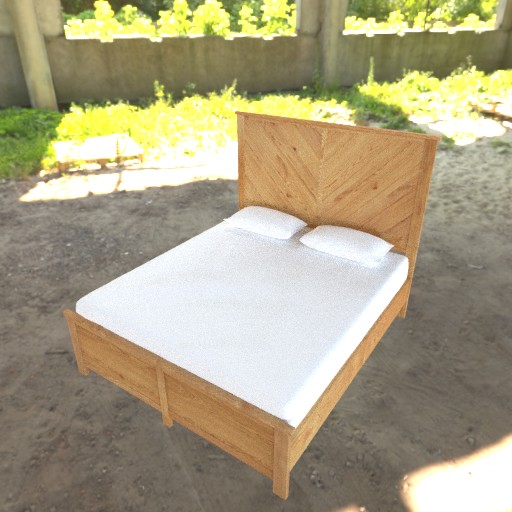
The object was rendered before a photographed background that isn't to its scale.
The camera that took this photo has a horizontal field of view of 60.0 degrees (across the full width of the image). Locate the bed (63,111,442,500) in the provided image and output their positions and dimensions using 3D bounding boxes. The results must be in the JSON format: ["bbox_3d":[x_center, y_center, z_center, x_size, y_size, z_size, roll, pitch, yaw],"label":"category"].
[{"bbox_3d":[0.000,0.000,3.967,2.225,1.938,2.530,18,33,30],"label":"bed"}]
